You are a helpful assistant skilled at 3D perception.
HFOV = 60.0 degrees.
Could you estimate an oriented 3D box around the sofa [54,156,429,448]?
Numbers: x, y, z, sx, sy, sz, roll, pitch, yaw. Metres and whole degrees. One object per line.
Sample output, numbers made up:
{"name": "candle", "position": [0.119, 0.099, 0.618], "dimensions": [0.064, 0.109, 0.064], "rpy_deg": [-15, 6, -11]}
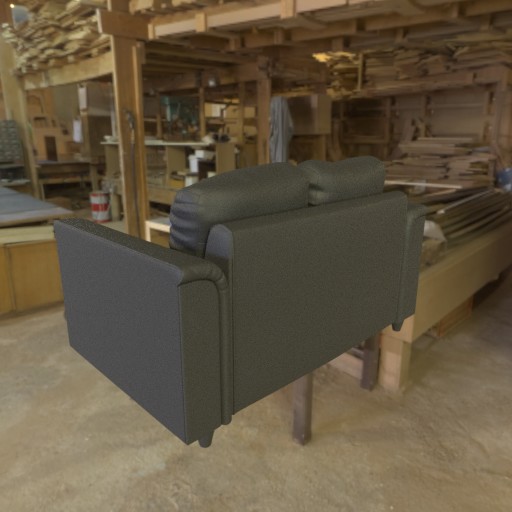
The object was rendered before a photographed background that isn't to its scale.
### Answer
{"name": "sofa", "position": [0.000, 0.000, 1.954], "dimensions": [1.386, 0.845, 0.887], "rpy_deg": [-15, 22, -42]}
